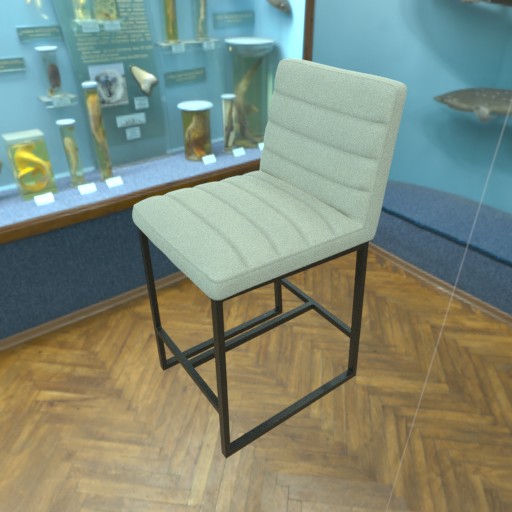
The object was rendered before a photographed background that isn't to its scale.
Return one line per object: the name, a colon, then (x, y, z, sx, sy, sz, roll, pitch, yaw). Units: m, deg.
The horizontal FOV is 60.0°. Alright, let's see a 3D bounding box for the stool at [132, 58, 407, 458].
stool: (0.000, 0.000, 1.290, 0.567, 0.971, 0.459, -21, 39, -29)
